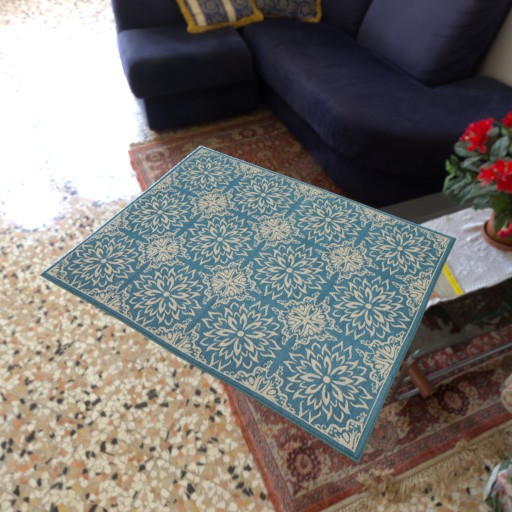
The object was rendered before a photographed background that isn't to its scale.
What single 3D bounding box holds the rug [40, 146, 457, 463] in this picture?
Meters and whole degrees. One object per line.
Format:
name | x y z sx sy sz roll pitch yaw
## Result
rug | 0.000 0.000 3.991 2.964 0.018 2.350 24 52 21
